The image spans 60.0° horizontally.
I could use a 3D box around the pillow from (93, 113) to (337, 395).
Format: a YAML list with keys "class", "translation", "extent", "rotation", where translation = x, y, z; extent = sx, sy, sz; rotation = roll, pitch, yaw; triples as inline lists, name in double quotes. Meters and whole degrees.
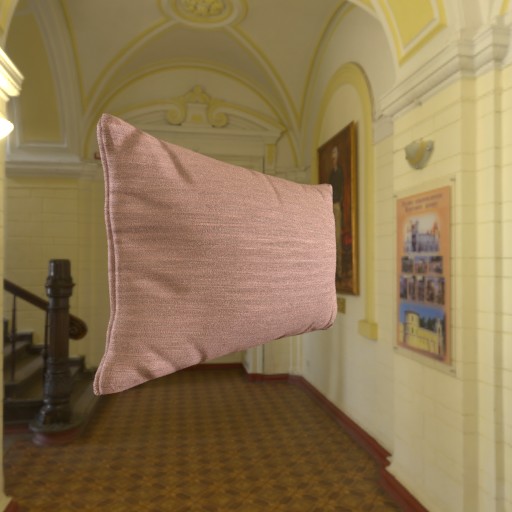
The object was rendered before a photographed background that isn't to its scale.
- class: "pillow"
  translation: [0.000, 0.000, 0.779]
  extent: [0.210, 0.338, 0.633]
  rotation: [0, 0, 35]
